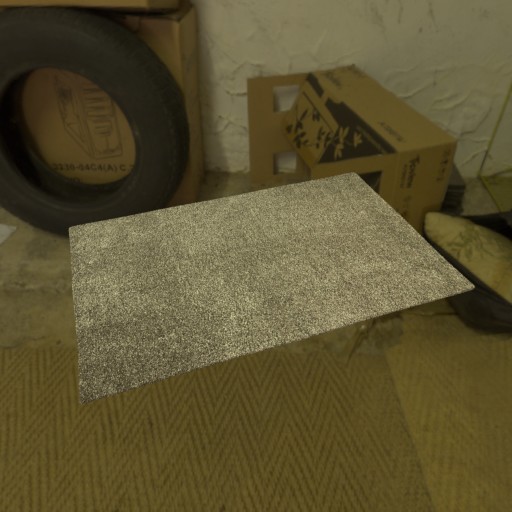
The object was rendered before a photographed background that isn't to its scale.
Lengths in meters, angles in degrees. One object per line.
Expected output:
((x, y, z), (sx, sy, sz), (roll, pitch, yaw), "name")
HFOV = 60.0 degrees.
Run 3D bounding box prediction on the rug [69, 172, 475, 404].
((0.000, 0.000, 2.985), (2.352, 0.025, 1.501), (-13, 42, -15), "rug")
